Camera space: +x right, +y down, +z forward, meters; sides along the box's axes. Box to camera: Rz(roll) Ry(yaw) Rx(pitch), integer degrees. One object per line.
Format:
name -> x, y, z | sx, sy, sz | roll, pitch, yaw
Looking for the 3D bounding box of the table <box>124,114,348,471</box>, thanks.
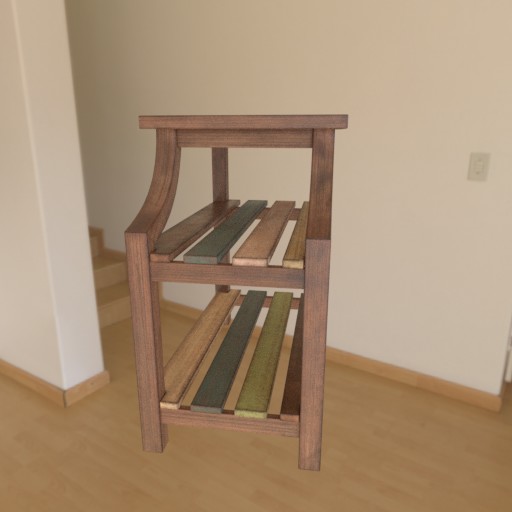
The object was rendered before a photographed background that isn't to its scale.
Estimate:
table -> 0.000, 0.000, 0.982 | 0.356, 0.584, 0.609 | 2, 16, 9
